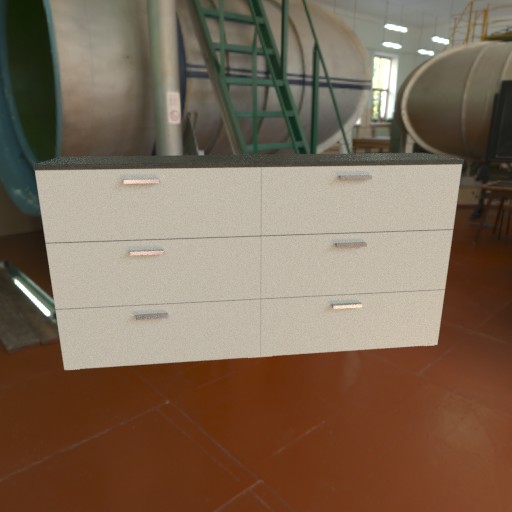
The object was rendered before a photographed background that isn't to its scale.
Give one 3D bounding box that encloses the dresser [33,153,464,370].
[{"bbox_3d":[0.000,0.000,1.828,1.535,0.790,0.333,-2,18,-7],"label":"dresser"}]
